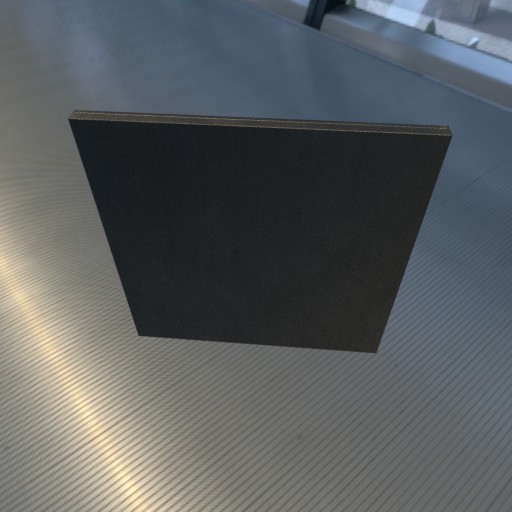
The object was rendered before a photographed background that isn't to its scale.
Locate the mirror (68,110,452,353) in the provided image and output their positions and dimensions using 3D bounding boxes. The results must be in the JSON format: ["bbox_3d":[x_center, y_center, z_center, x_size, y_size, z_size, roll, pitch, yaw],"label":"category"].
[{"bbox_3d":[0.000,0.000,0.579,0.382,0.381,0.020,3,45,3],"label":"mirror"}]
